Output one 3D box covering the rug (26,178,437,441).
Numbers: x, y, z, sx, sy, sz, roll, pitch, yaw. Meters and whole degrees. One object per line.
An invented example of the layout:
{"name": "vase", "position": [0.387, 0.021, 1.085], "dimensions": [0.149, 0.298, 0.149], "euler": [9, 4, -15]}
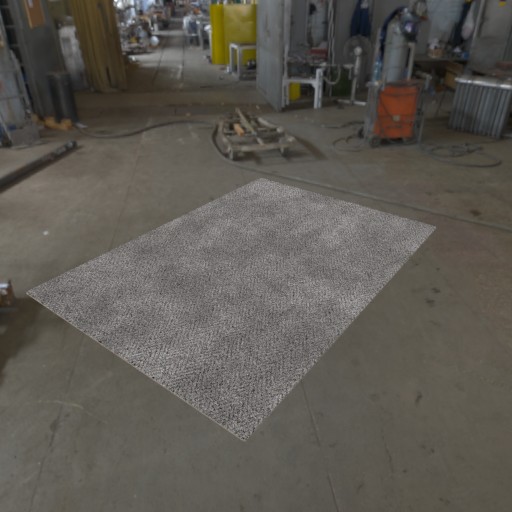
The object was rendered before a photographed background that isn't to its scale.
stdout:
{"name": "rug", "position": [0.000, 0.000, 2.871], "dimensions": [1.600, 0.008, 2.235], "euler": [22, 37, 31]}
